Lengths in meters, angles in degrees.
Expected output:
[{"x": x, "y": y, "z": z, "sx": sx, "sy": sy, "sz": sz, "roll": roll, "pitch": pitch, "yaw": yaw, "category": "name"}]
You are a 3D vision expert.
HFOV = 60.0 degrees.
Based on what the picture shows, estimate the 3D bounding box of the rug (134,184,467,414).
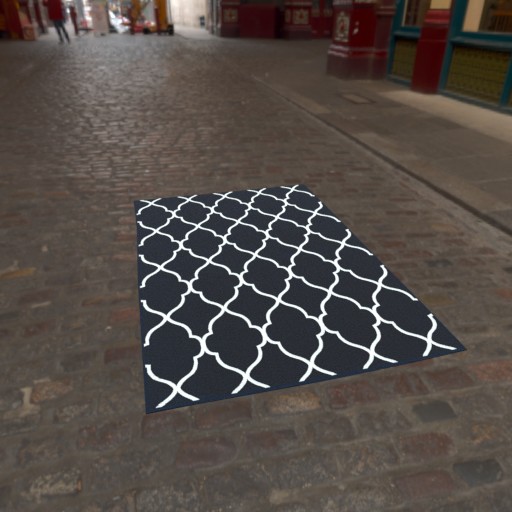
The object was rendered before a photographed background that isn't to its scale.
[{"x": 0.000, "y": 0.000, "z": 2.926, "sx": 1.528, "sy": 0.014, "sz": 2.294, "roll": -8, "pitch": 31, "yaw": -13, "category": "rug"}]
